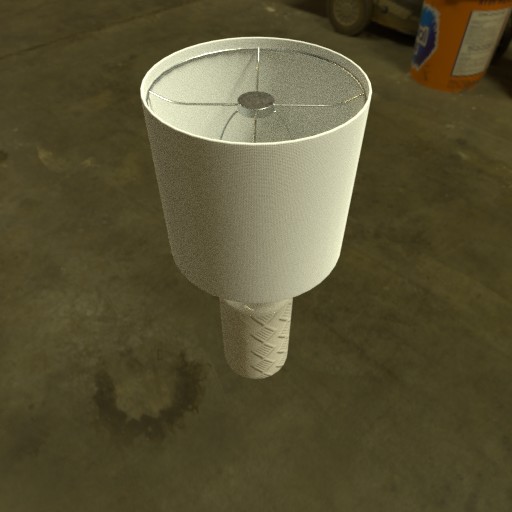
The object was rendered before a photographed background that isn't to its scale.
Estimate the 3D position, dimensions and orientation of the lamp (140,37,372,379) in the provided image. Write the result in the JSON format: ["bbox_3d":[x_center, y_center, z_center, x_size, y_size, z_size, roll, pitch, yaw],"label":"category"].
[{"bbox_3d":[0.000,0.000,0.568,0.207,0.461,0.207,1,47,1],"label":"lamp"}]
